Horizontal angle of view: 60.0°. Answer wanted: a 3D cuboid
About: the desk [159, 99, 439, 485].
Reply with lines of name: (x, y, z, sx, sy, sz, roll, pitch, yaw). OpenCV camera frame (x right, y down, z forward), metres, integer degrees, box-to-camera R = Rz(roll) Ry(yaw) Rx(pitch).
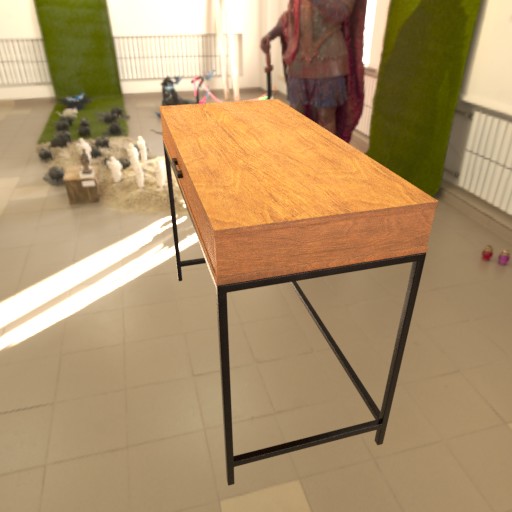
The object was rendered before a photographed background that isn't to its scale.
desk: (0.000, 0.000, 1.445, 0.470, 0.762, 1.016, -8, 32, -14)
